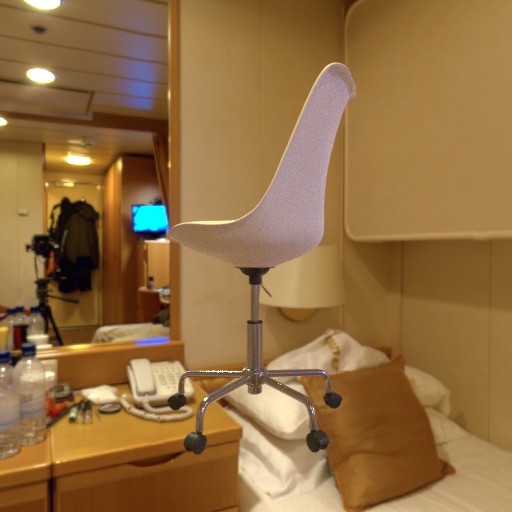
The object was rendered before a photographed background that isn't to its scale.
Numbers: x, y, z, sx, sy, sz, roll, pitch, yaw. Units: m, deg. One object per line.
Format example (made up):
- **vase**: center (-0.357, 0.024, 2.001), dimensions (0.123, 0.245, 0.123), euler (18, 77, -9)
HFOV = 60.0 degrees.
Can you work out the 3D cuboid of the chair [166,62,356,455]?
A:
- **chair**: center (0.000, 0.000, 1.261), dimensions (0.550, 0.930, 0.550), euler (0, 1, 18)
